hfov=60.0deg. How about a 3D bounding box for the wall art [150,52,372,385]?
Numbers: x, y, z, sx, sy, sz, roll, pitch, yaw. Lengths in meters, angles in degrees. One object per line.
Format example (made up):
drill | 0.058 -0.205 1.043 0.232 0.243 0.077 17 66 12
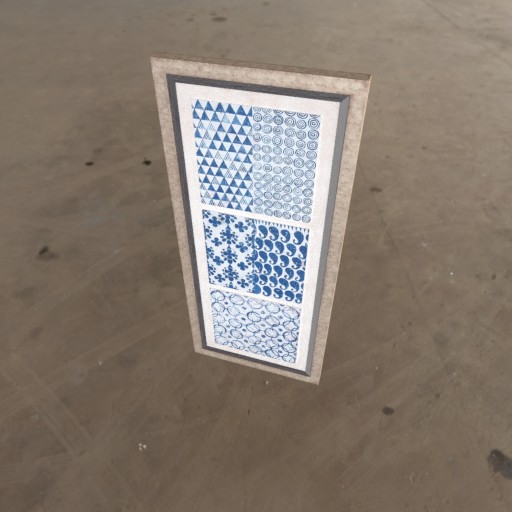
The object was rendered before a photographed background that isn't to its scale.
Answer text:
wall art | 0.000 0.000 1.752 0.648 1.461 0.051 12 43 13
